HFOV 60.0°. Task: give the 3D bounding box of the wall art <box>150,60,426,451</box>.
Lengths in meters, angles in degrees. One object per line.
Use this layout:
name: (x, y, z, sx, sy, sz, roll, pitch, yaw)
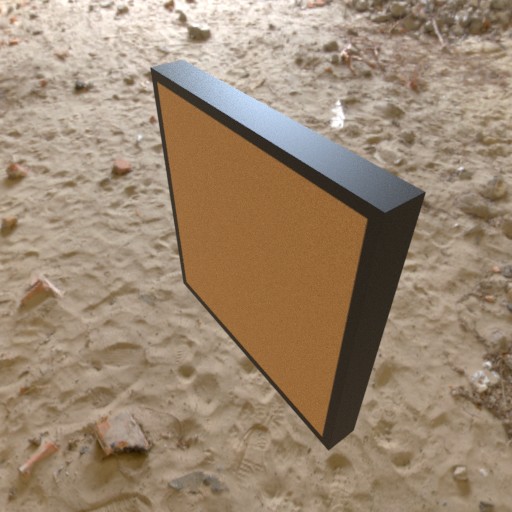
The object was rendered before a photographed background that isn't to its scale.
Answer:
wall art: (0.000, 0.000, 0.458, 0.038, 0.304, 0.304, -26, 48, -26)
